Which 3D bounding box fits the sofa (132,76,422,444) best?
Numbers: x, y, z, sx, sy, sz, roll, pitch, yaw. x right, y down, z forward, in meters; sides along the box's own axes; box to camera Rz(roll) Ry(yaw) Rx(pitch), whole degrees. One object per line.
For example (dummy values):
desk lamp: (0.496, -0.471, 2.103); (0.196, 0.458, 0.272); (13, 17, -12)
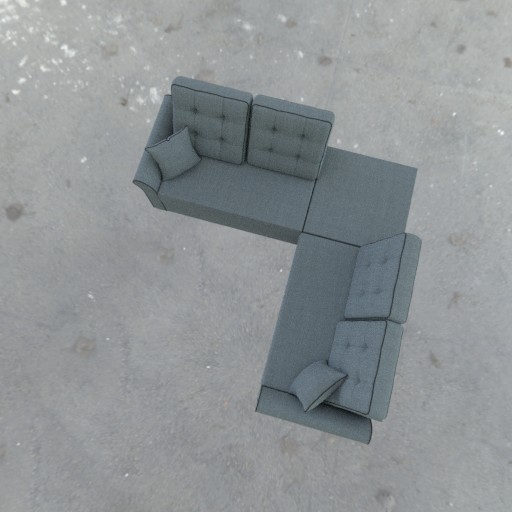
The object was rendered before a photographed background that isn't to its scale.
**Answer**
sofa: (0.000, 0.000, 3.242); (2.068, 0.988, 2.070); (15, 76, 4)
